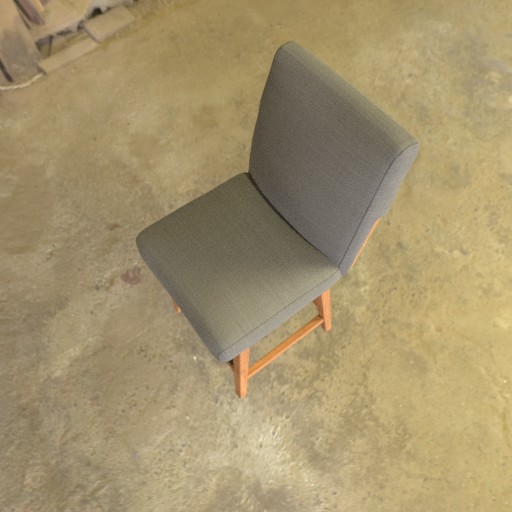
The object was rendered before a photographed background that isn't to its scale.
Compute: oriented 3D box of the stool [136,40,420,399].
[{"bbox_3d":[0.000,0.000,1.350,0.570,1.019,0.459,-34,67,-17],"label":"stool"}]
